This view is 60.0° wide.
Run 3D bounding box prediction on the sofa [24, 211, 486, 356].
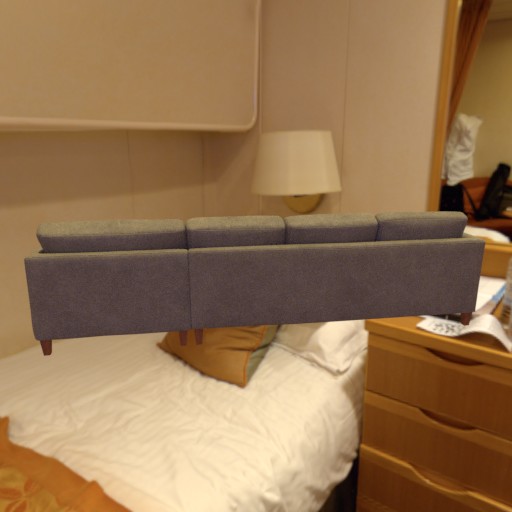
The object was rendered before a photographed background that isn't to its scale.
[{"bbox_3d":[0.000,0.000,4.045,3.471,0.950,1.604,-2,15,-9],"label":"sofa"}]
